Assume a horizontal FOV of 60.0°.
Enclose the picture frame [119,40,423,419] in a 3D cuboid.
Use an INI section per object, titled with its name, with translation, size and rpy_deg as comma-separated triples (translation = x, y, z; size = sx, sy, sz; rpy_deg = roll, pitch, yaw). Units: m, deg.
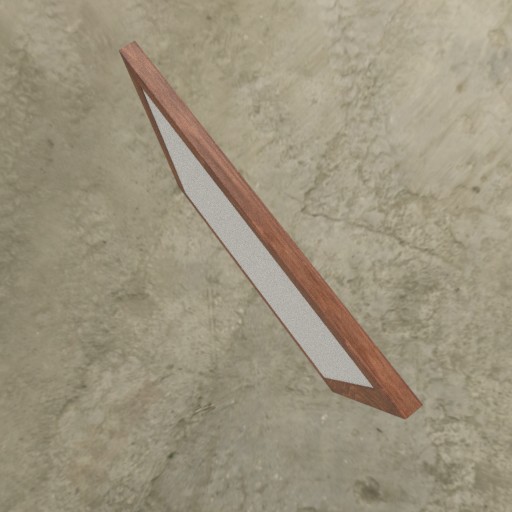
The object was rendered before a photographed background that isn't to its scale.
[picture frame]
translation = 0.000, 0.000, 0.741
size = 0.025, 0.457, 0.559
rpy_deg = -36, 79, -8
